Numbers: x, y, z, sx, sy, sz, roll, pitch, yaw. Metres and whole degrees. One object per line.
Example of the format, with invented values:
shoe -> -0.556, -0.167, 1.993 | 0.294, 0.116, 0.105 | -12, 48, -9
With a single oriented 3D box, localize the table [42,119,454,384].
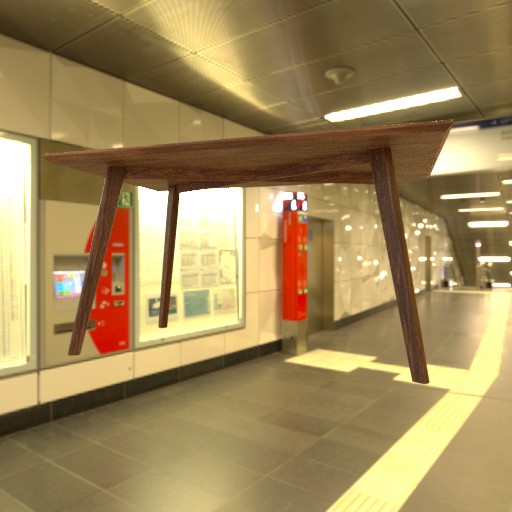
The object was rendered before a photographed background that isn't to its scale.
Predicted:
table -> 0.000, 0.000, 1.758 | 1.349, 0.724, 0.801 | 0, 0, 17
